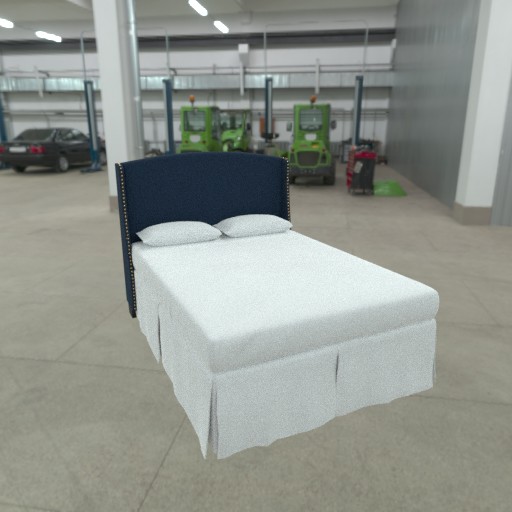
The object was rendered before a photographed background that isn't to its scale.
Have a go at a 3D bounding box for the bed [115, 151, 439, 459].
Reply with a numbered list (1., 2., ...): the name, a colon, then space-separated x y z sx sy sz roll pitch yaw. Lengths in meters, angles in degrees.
1. bed: 0.000 0.000 3.290 1.604 1.402 2.223 -8 18 -25
